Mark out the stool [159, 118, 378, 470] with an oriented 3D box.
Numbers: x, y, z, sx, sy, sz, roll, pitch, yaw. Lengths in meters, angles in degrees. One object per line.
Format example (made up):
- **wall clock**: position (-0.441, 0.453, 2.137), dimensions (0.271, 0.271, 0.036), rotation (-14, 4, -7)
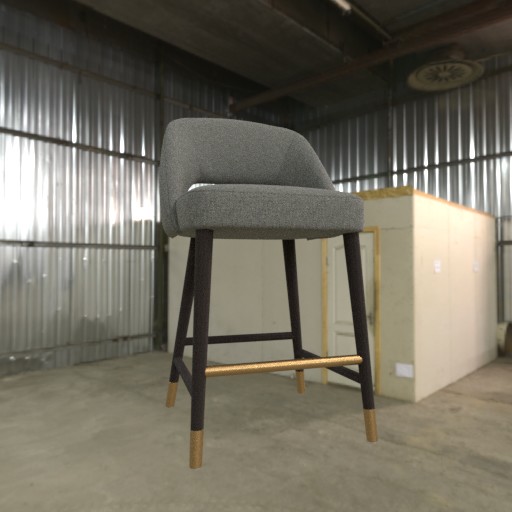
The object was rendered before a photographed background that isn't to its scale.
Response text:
- **stool**: position (0.000, 0.000, 1.267), dimensions (0.536, 0.925, 0.524), rotation (0, -1, -18)
